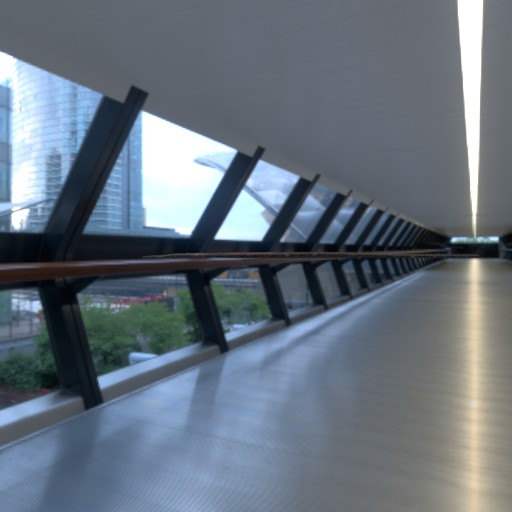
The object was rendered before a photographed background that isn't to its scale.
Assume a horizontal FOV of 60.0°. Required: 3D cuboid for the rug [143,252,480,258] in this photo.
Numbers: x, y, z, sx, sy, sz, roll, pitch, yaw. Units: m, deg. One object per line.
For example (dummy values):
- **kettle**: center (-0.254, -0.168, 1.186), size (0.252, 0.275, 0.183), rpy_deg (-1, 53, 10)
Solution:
- **rug**: center (0.000, 0.000, 3.586), size (1.522, 0.034, 3.032), rpy_deg (0, 0, -19)
